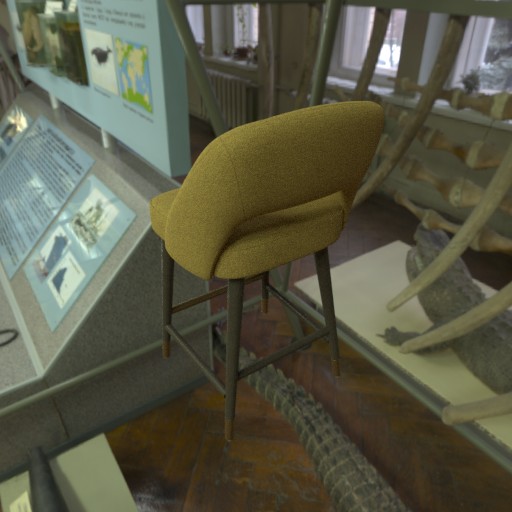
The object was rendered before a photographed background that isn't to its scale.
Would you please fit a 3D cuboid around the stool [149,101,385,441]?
[{"bbox_3d":[0.000,0.000,1.296,0.536,0.939,0.522,-20,36,-30],"label":"stool"}]
